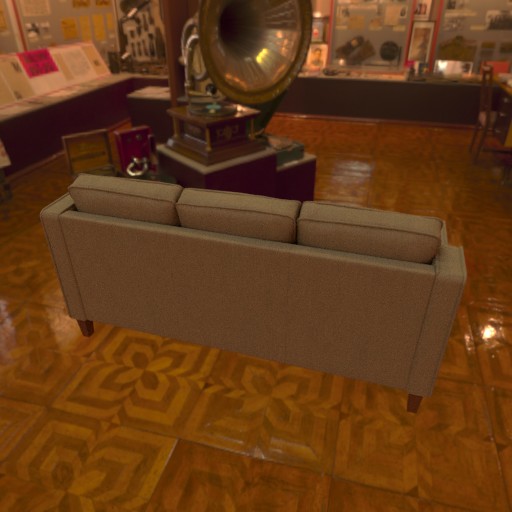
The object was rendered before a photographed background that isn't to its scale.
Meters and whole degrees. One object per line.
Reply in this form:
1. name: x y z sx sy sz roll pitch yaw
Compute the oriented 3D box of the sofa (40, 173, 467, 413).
1. sofa: 0.000 0.000 2.497 1.986 0.974 0.911 9 33 15
